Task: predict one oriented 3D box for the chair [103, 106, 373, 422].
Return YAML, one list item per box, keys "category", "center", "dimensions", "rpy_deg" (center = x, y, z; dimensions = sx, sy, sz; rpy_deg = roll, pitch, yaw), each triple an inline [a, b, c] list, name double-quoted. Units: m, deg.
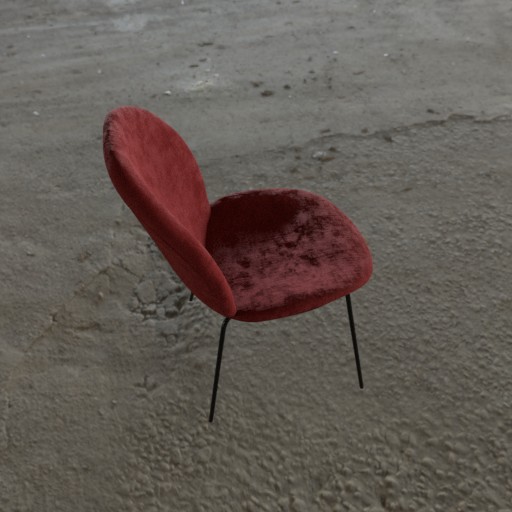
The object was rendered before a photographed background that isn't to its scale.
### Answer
- category: "chair"
  center: [0.000, 0.000, 1.140]
  dimensions: [0.587, 0.791, 0.458]
  rpy_deg: [-9, 46, -9]
